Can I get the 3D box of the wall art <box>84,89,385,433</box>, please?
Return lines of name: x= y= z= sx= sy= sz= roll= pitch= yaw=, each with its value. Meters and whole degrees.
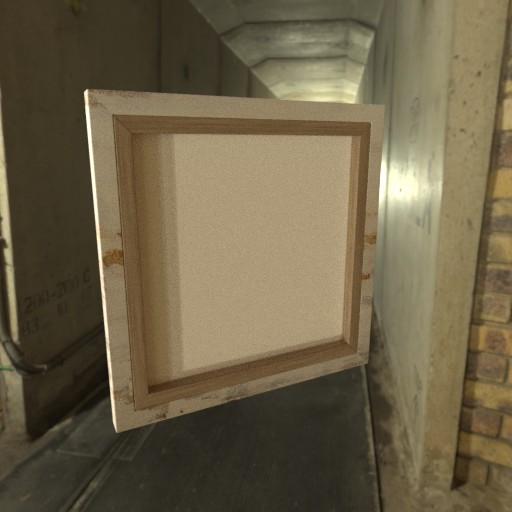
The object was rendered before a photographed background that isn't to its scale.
wall art: x=0.000 y=0.000 z=0.915 sx=0.611 sy=0.613 sz=0.040 roll=-7 pitch=16 yaw=-26
